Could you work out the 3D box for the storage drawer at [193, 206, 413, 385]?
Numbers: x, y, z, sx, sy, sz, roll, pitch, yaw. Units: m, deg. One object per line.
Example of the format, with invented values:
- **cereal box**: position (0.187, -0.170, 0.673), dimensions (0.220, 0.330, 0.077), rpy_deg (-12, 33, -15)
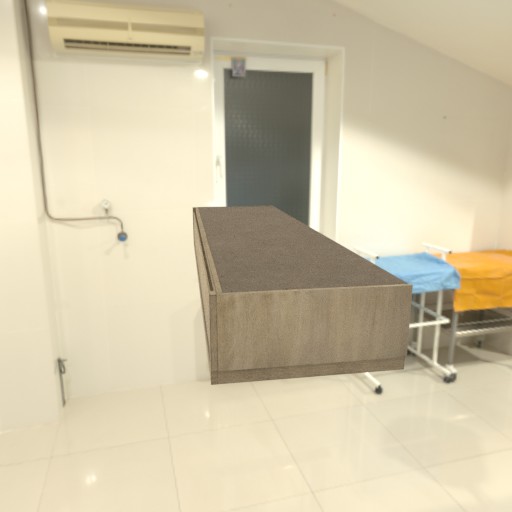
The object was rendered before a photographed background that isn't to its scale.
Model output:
- **storage drawer**: position (0.000, 0.000, 2.272), dimensions (0.591, 0.274, 2.072), rpy_deg (-2, 13, -9)
